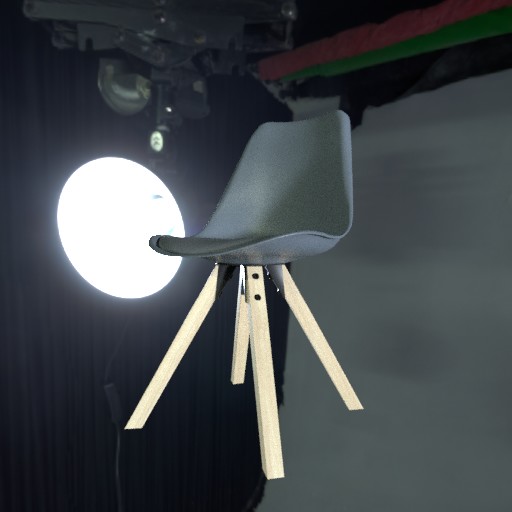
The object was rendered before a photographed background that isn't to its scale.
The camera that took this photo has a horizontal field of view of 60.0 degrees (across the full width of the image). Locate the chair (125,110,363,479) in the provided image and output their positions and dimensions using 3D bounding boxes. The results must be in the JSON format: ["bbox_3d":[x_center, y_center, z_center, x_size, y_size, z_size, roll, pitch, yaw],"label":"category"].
[{"bbox_3d":[0.000,0.000,1.174,0.485,0.850,0.550,1,2,34],"label":"chair"}]
